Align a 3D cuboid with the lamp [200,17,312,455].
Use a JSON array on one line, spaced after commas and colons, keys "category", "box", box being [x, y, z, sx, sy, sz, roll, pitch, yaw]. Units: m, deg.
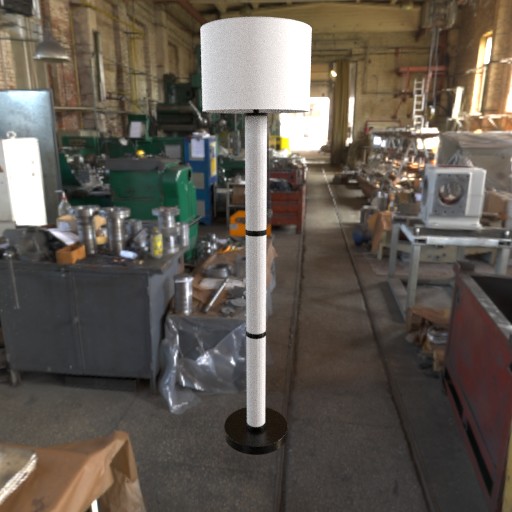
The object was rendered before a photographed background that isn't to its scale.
[{"category": "lamp", "box": [0.000, 0.000, 1.717, 0.377, 1.599, 0.377, -8, 17, -25]}]
